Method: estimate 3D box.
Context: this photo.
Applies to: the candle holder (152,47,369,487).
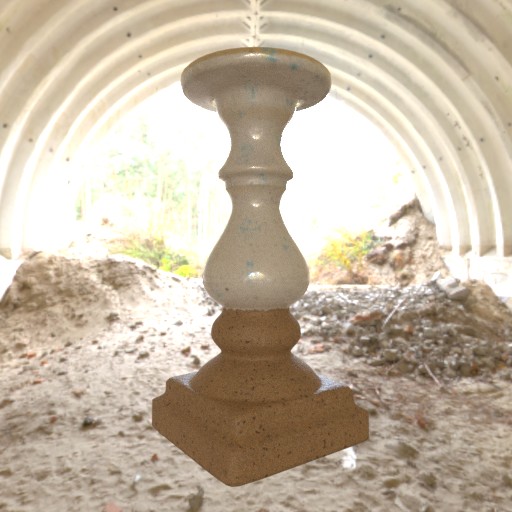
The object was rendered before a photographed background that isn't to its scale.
[{"bbox_3d":[0.000,0.000,0.302,0.110,0.239,0.110,0,0,-36],"label":"candle holder"}]
